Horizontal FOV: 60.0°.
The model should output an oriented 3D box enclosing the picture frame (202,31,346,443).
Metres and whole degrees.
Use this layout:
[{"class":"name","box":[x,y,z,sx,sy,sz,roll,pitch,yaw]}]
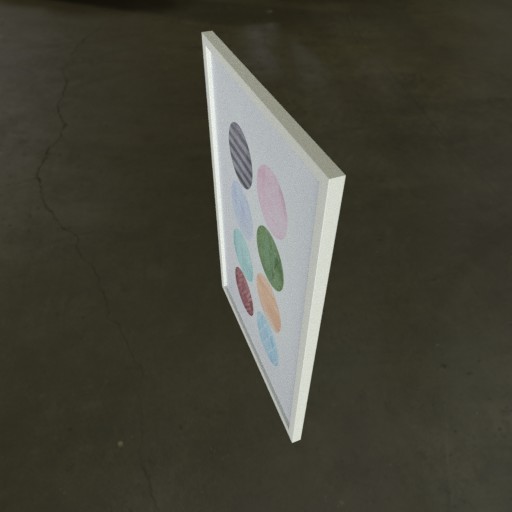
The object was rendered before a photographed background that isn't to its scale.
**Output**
[{"class":"picture frame","box":[0.000,0.000,0.554,0.013,0.434,0.305,-15,47,-15]}]
